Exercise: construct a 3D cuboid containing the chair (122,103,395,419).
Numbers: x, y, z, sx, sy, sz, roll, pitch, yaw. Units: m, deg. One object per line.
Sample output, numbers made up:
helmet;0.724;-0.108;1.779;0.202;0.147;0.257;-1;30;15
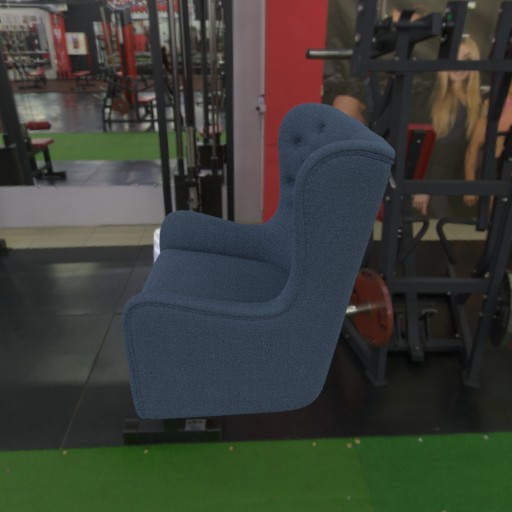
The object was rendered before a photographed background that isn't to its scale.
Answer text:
chair;0.000;0.000;1.789;0.930;1.079;0.831;0;27;-1
